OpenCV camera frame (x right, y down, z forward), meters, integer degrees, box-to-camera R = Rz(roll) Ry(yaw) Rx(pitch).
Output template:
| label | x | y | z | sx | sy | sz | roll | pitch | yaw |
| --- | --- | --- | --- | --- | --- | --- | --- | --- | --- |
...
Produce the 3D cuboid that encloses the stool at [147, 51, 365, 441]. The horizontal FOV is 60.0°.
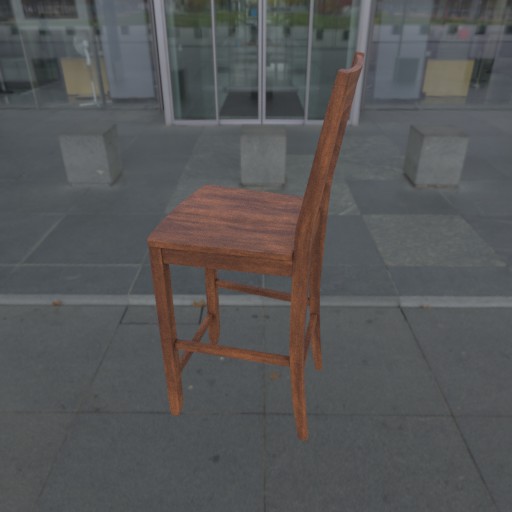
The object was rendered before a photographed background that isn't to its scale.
| label | x | y | z | sx | sy | sz | roll | pitch | yaw |
| --- | --- | --- | --- | --- | --- | --- | --- | --- | --- |
| stool | 0.000 | 0.000 | 1.330 | 0.504 | 1.098 | 0.426 | 8 | 30 | 14 |
